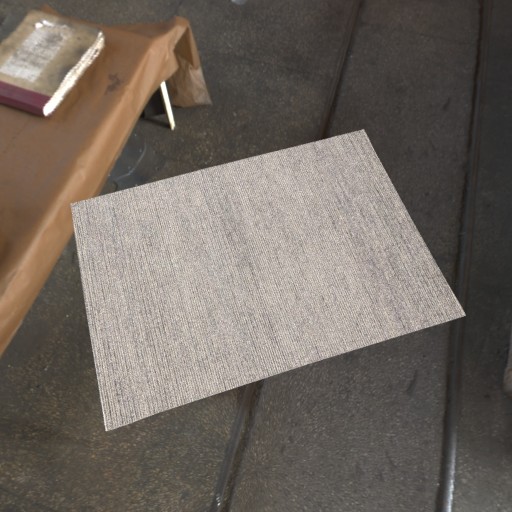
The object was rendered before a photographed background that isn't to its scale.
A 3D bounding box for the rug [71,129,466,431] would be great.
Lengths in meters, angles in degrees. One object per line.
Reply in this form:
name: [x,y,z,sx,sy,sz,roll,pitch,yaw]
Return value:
rug: [0.000,0.000,3.004,2.307,0.030,1.604,-16,65,-7]
